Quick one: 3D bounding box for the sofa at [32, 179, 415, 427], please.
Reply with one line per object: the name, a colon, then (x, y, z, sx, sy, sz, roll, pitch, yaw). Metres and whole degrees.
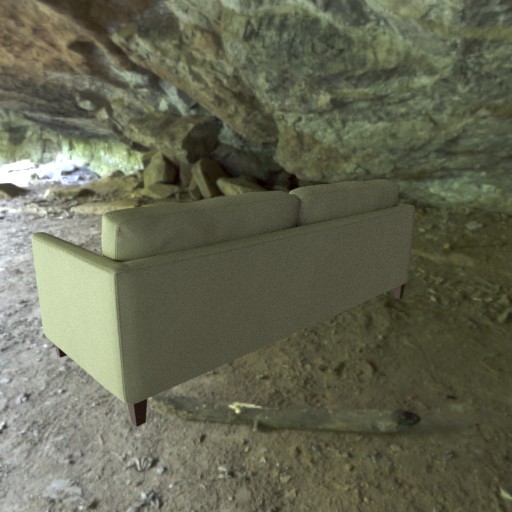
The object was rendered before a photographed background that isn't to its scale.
sofa: (0.000, 0.000, 2.852, 2.404, 0.912, 0.988, -14, 20, -42)
